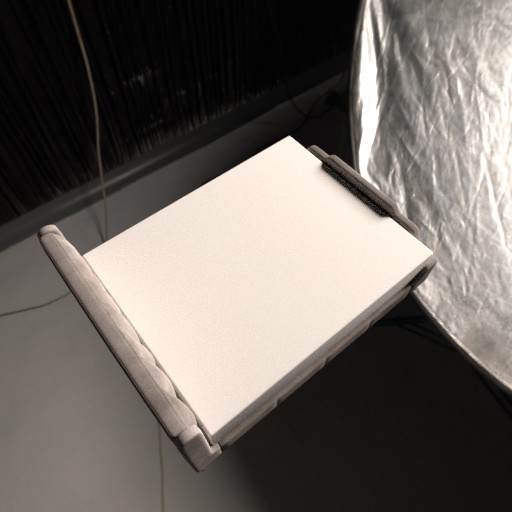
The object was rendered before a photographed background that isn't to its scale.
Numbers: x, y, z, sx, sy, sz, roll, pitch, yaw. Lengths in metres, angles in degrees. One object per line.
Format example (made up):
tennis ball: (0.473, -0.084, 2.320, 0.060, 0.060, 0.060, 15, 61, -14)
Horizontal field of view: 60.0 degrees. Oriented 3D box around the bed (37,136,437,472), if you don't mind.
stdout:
bed: (0.000, 0.000, 3.242, 2.340, 1.245, 1.676, -34, 63, -20)
